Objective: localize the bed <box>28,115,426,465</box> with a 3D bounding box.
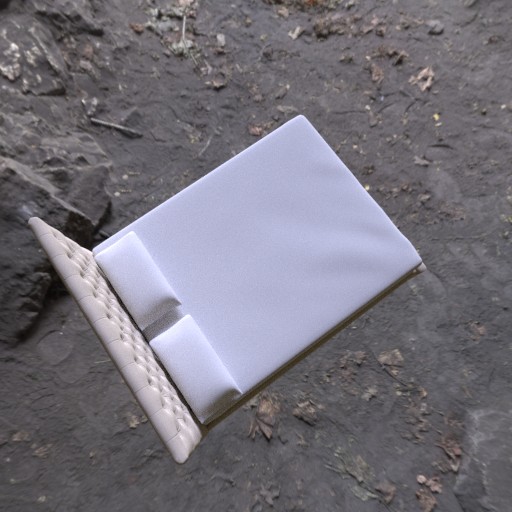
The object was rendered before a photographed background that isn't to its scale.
[{"bbox_3d":[0.000,0.000,3.333,2.233,1.426,1.696,-35,79,-8],"label":"bed"}]
